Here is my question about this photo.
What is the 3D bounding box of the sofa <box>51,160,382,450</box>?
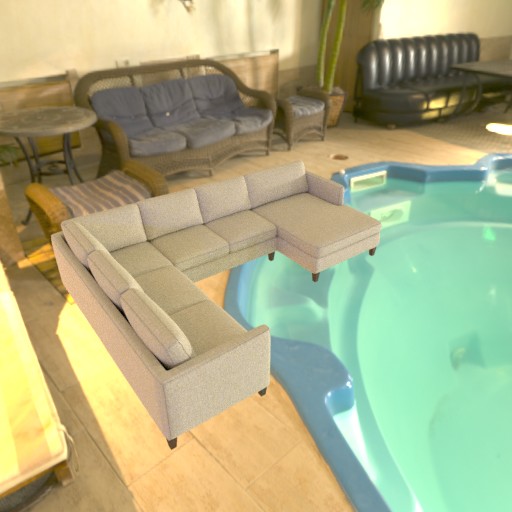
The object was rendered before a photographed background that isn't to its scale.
[{"bbox_3d":[0.000,0.000,4.638,3.403,0.889,2.551,-21,37,-31],"label":"sofa"}]
